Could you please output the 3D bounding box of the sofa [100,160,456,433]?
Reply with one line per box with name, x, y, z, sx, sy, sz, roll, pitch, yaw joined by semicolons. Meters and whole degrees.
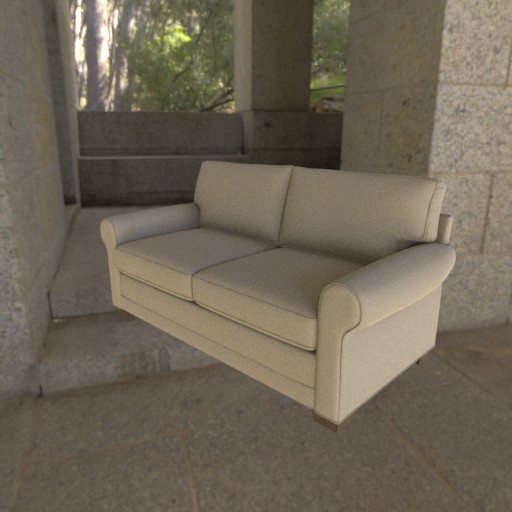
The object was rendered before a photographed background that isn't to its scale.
sofa;0.000;0.000;2.468;1.930;0.952;0.940;15;22;42
